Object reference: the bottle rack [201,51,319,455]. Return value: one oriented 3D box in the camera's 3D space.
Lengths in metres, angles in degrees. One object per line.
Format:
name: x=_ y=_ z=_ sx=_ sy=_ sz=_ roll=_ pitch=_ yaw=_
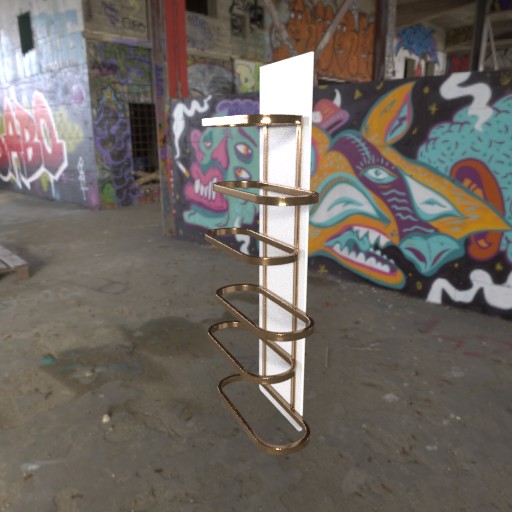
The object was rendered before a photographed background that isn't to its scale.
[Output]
bottle rack: x=0.000 y=0.000 z=0.857 sx=0.118 sy=0.709 sz=0.332 roll=-7 pitch=17 yaw=-26
